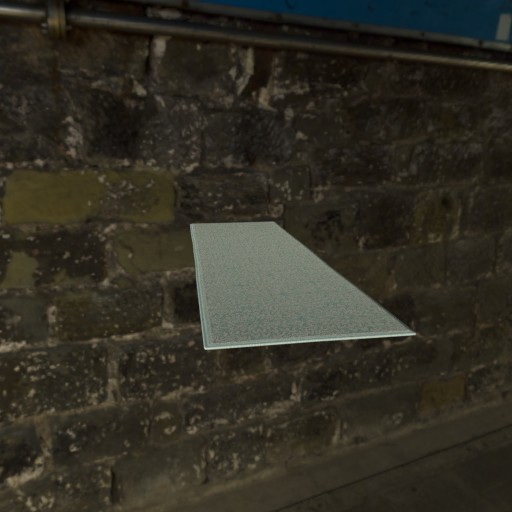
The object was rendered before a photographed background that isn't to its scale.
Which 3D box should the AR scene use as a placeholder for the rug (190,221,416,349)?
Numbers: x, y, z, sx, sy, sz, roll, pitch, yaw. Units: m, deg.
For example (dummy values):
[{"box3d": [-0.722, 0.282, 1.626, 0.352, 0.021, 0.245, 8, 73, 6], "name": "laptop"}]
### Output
[{"box3d": [0.000, 0.000, 2.388, 0.662, 0.011, 2.196, -2, 14, -9], "name": "rug"}]
